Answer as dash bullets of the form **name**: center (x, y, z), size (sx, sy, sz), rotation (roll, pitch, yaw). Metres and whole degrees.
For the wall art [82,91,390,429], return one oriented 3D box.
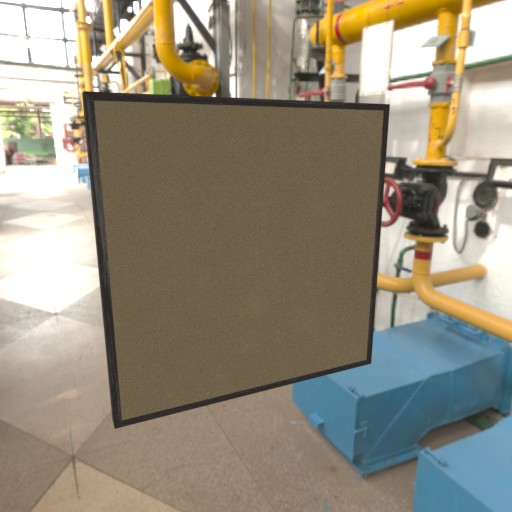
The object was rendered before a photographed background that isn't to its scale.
- **wall art**: center (0.000, 0.000, 1.135), size (0.762, 0.758, 0.043), rotation (-7, 16, -24)
